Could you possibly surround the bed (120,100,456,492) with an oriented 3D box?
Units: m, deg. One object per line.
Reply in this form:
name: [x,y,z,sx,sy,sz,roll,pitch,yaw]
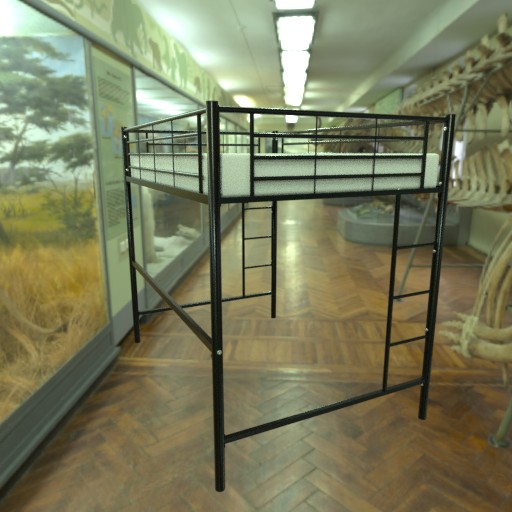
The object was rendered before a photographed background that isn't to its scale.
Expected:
bed: [0.000,0.000,3.106,1.397,1.803,1.994,-6,14,-26]
